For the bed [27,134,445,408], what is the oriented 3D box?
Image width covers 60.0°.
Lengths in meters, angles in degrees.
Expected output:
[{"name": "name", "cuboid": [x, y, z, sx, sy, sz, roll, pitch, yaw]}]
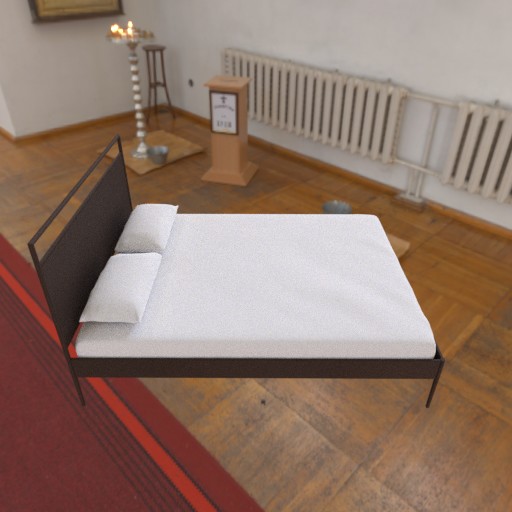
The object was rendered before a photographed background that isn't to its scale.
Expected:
[{"name": "bed", "cuboid": [0.000, 0.000, 3.026, 2.122, 1.173, 1.572, 0, 34, 0]}]
